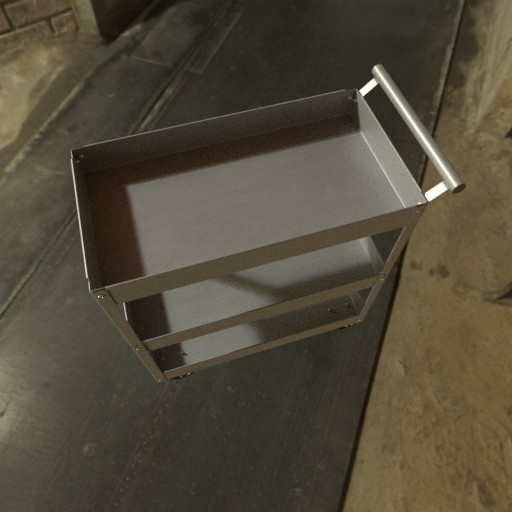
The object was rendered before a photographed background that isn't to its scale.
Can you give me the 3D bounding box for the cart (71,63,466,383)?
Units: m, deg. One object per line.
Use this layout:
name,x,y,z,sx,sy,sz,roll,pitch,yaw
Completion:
cart,0.000,0.000,1.200,0.719,0.780,0.366,-15,61,-9
